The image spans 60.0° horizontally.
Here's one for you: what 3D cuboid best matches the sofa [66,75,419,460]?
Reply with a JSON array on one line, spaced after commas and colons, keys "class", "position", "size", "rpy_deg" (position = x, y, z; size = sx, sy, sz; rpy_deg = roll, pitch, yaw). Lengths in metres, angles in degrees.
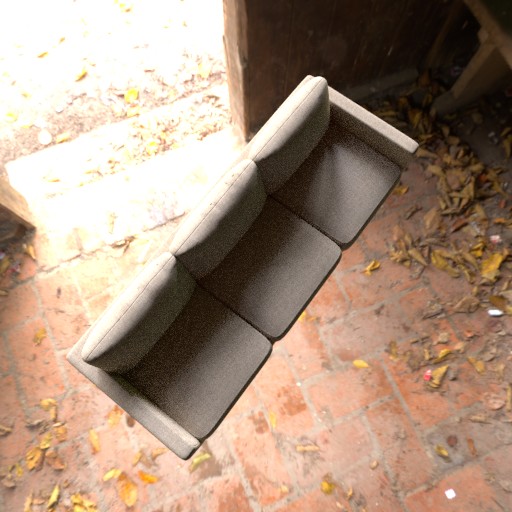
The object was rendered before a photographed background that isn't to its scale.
[{"class": "sofa", "position": [0.000, 0.000, 2.705], "size": [0.859, 0.874, 2.218], "rpy_deg": [36, 77, 9]}]
